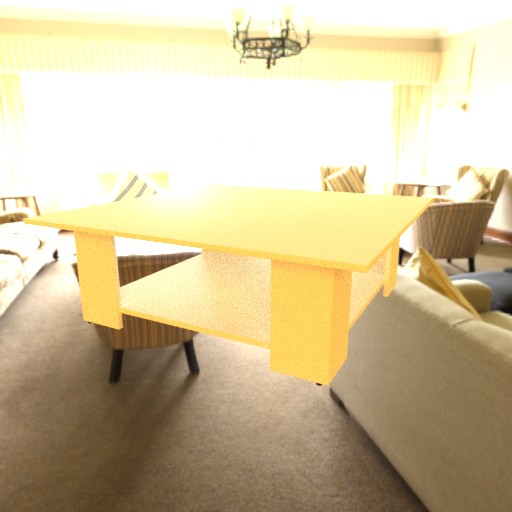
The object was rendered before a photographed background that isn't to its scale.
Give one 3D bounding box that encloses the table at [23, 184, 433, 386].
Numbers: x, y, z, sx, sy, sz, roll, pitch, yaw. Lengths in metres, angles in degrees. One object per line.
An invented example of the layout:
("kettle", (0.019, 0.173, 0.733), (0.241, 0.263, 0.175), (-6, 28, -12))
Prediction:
("table", (0.000, 0.000, 1.363), (0.890, 0.305, 0.890), (8, 18, 27))
